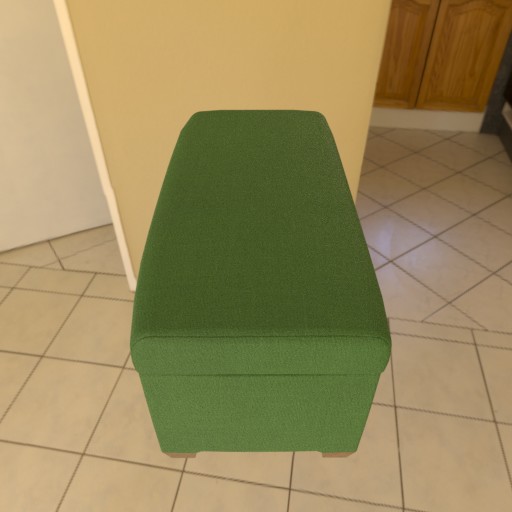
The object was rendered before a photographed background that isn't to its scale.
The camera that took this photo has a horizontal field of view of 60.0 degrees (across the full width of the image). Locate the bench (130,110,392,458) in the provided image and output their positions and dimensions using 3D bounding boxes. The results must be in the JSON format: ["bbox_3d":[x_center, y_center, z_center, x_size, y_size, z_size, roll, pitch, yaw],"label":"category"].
[{"bbox_3d":[0.000,0.000,1.277,0.505,0.501,0.989,0,41,0],"label":"bench"}]
